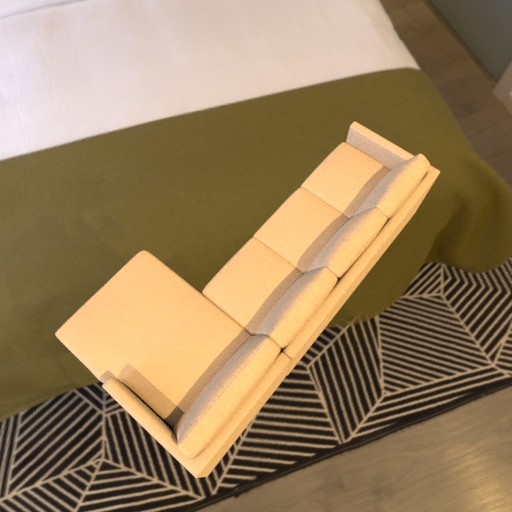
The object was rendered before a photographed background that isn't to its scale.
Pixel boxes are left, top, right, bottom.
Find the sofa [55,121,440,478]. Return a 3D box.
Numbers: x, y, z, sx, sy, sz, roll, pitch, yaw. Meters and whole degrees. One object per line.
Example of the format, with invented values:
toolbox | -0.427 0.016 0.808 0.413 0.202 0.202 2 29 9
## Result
sofa | 0.000 0.000 3.837 1.622 0.871 3.206 37 70 16
